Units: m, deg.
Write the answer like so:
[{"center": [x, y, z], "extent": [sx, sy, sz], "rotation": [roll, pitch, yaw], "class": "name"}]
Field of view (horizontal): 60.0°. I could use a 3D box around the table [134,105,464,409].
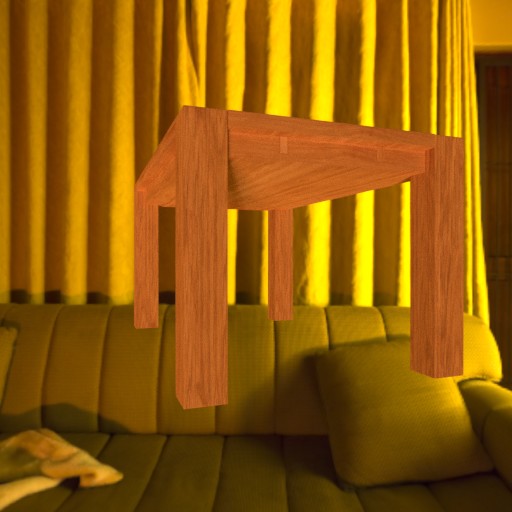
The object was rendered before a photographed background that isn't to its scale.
[{"center": [0.000, 0.000, 1.914], "extent": [0.900, 0.760, 1.400], "rotation": [0, 0, -20], "class": "table"}]
